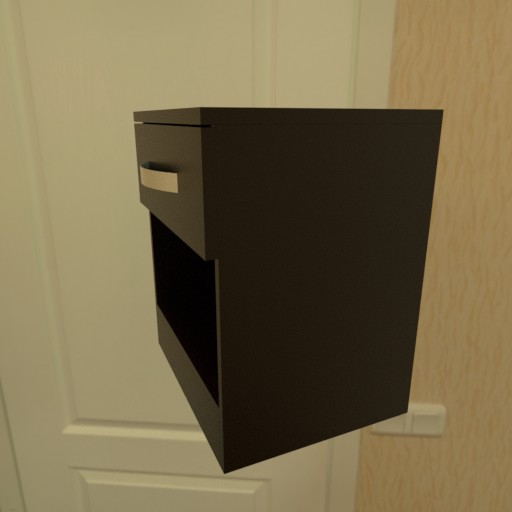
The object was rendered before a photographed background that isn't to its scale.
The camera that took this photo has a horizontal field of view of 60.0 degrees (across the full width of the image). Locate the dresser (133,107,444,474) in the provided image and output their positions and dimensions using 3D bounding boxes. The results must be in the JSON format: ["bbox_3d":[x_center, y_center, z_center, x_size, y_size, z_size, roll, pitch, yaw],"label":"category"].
[{"bbox_3d":[0.000,0.000,0.754,0.360,0.470,0.400,-8,19,-23],"label":"dresser"}]
